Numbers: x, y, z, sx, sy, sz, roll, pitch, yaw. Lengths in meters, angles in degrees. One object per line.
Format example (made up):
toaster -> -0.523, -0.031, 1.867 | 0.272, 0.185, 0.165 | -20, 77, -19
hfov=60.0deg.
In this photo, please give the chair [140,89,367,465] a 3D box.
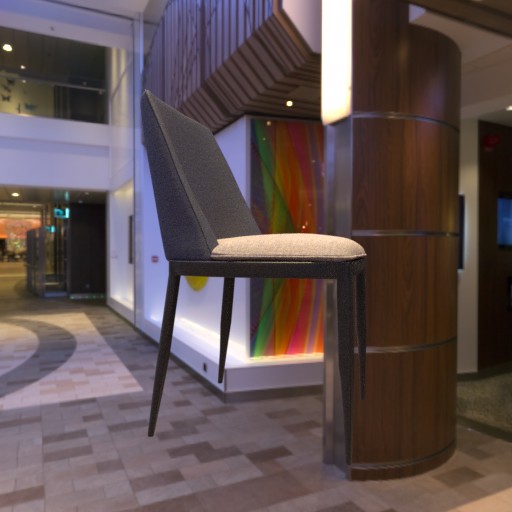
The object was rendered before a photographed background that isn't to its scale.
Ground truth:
chair -> 0.000, 0.000, 1.170 | 0.551, 0.839, 0.480 | 0, 1, 17
